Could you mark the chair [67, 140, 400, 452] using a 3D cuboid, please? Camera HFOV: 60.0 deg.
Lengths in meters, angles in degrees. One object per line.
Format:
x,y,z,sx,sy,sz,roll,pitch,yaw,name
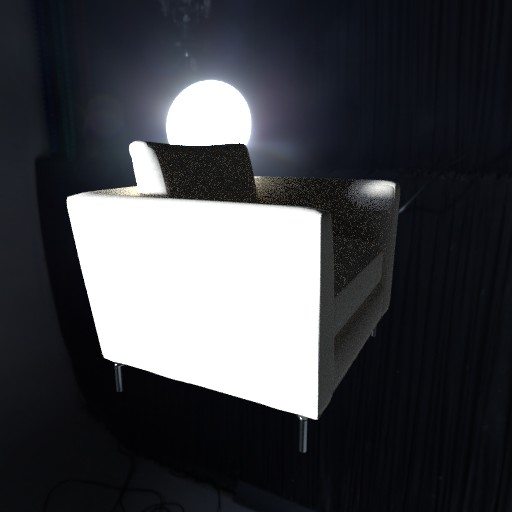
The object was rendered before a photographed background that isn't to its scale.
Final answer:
0.000,0.000,1.722,0.889,0.865,1.041,7,16,26,chair
